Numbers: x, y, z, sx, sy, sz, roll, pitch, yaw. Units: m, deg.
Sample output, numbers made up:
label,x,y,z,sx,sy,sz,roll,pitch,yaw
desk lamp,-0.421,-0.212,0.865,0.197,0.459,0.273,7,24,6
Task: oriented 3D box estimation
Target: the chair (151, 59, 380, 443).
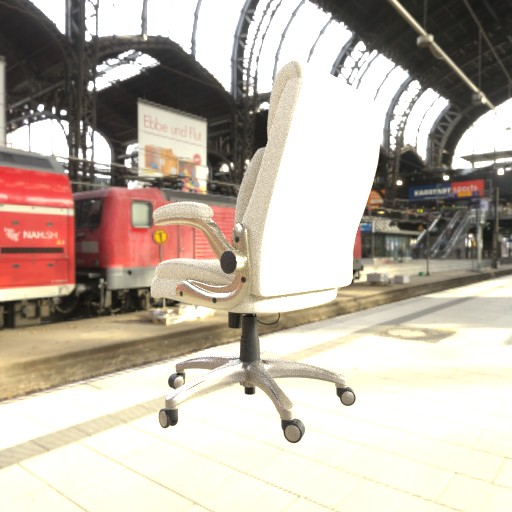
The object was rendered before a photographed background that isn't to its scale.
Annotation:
label,x,y,z,sx,sy,sz,roll,pitch,yaw
chair,0.000,0.000,1.641,0.794,1.110,0.740,1,1,37
